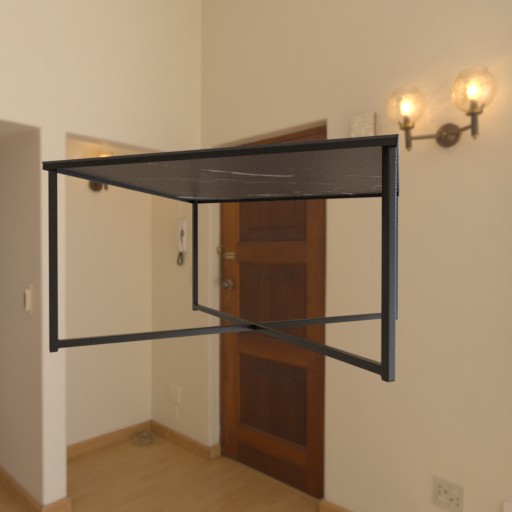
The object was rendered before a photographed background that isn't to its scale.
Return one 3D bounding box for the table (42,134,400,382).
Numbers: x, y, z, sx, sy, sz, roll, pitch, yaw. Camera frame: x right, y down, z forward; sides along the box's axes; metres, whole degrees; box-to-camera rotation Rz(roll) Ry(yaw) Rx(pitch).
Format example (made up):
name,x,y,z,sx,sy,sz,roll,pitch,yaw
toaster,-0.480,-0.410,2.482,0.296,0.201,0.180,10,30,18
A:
name,x,y,z,sx,sy,sz,roll,pitch,yaw
table,0.000,0.000,1.301,0.800,0.450,0.800,0,1,18
